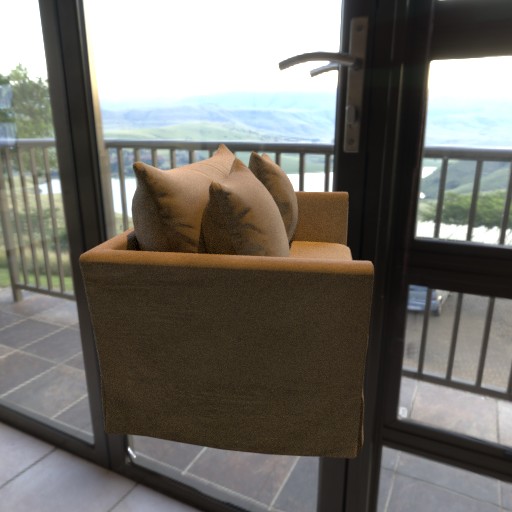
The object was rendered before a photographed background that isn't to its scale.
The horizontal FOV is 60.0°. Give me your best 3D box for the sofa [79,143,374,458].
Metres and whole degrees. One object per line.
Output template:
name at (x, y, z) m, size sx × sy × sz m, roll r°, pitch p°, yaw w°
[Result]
sofa at (0.000, 0.000, 2.219) m, size 1.035 × 1.040 × 1.608 m, roll 2°, pitch 17°, yaw 8°
